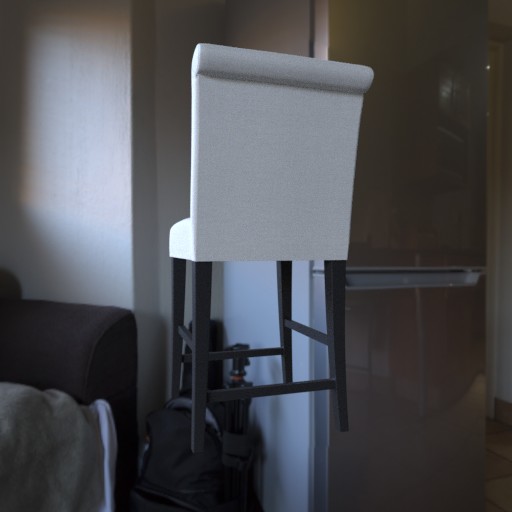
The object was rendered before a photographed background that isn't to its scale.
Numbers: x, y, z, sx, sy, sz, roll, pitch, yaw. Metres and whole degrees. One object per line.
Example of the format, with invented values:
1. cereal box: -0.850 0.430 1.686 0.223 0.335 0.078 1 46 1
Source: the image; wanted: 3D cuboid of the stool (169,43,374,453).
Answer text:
1. stool: 0.000 0.000 1.328 0.452 0.976 0.597 0 1 -18
